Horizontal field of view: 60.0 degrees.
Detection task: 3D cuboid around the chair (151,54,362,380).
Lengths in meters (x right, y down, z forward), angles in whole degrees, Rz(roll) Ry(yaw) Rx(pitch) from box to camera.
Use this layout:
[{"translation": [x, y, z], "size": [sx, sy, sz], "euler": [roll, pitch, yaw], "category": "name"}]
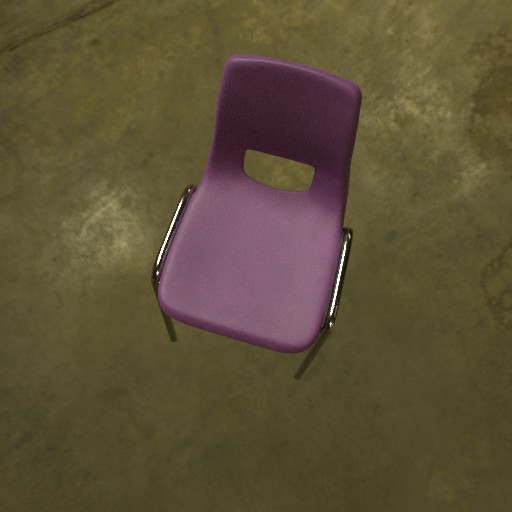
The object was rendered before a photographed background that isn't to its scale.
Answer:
[{"translation": [0.000, 0.000, 0.950], "size": [0.381, 0.704, 0.432], "euler": [16, 75, 4], "category": "chair"}]
